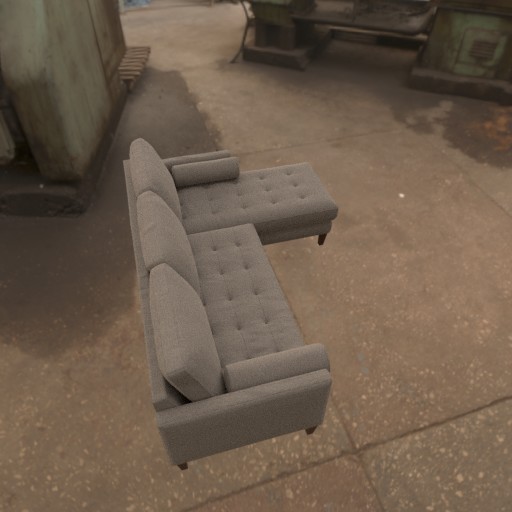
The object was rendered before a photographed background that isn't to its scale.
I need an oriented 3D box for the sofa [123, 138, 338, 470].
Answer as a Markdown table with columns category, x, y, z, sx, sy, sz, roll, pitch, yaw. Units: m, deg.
| category | x | y | z | sx | sy | sz | roll | pitch | yaw |
| --- | --- | --- | --- | --- | --- | --- | --- | --- | --- |
| sofa | 0.000 | 0.000 | 2.931 | 1.506 | 0.875 | 2.178 | -11 | 45 | -11 |
